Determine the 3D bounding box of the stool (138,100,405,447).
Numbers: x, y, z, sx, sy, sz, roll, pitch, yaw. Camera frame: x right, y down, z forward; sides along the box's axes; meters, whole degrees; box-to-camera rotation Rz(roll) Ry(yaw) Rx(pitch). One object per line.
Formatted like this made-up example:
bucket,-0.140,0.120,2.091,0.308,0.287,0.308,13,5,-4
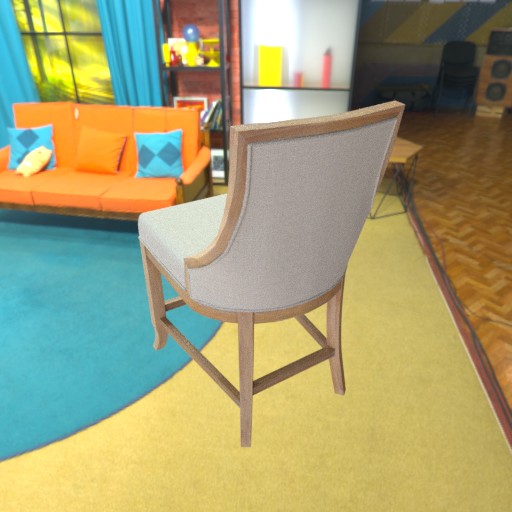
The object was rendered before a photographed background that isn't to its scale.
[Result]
stool,0.000,0.000,1.333,0.524,0.938,0.626,-18,35,-28
